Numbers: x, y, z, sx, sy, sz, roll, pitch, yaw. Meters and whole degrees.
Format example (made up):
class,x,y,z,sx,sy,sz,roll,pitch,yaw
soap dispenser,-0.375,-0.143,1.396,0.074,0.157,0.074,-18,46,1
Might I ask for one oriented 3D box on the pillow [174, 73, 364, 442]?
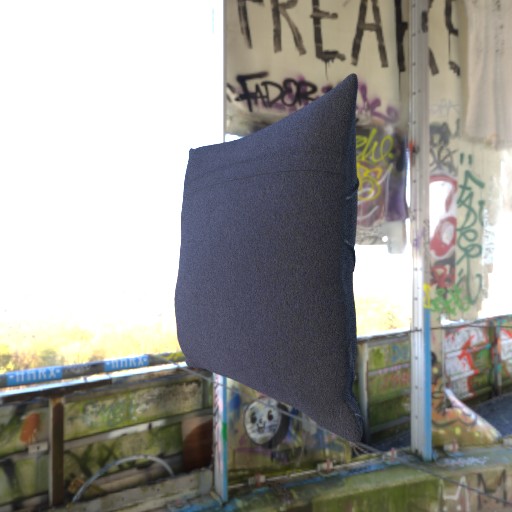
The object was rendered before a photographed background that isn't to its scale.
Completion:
class,x,y,z,sx,sy,sz,roll,pitch,yaw
pillow,0.000,0.000,0.700,0.183,0.440,0.439,0,0,-36
